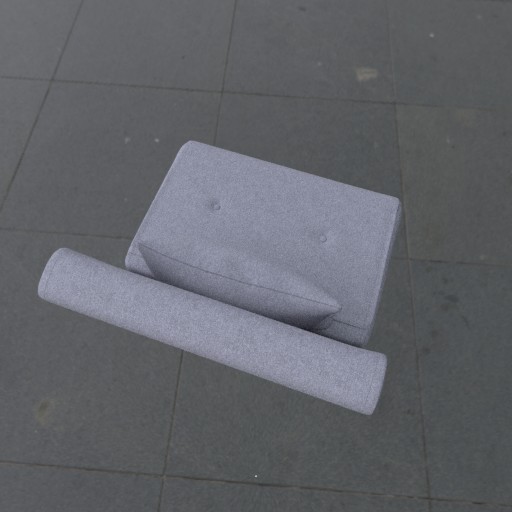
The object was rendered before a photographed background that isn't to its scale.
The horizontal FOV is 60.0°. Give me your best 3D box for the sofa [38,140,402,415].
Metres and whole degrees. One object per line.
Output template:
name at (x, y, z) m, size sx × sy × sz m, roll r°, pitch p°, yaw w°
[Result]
sofa at (0.000, 0.000, 1.736) m, size 1.020 × 0.825 × 1.000 m, roll 17°, pitch 65°, yaw 8°
